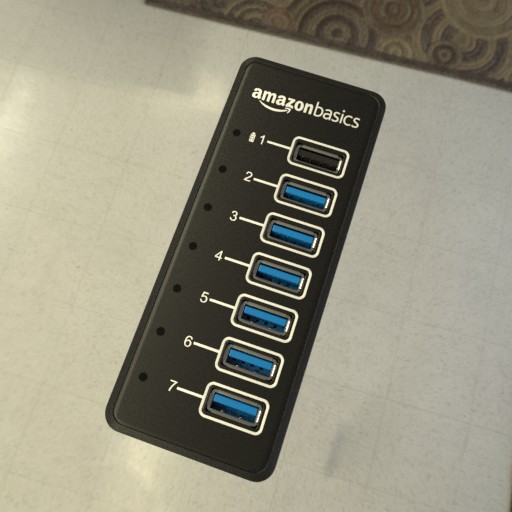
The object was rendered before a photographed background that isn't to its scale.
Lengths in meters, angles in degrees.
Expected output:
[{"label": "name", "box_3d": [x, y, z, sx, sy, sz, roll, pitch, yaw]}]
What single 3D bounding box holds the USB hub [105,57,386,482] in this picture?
[{"label": "USB hub", "box_3d": [0.000, 0.000, 0.129, 0.044, 0.023, 0.110, 18, 78, 4]}]
